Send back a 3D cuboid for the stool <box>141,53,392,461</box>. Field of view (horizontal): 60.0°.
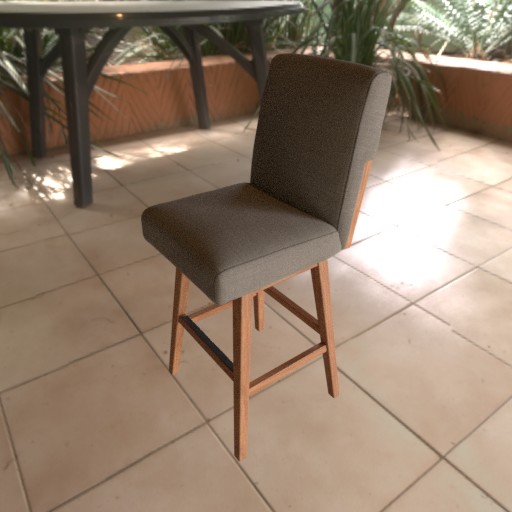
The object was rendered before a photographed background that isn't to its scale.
[{"bbox_3d":[0.000,0.000,1.397,0.570,1.112,0.483,-21,38,-31],"label":"stool"}]
